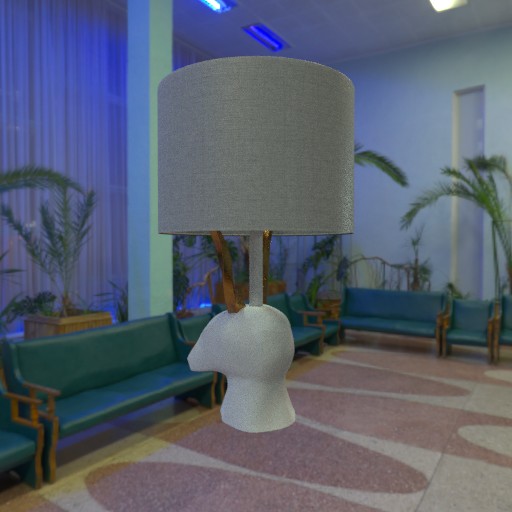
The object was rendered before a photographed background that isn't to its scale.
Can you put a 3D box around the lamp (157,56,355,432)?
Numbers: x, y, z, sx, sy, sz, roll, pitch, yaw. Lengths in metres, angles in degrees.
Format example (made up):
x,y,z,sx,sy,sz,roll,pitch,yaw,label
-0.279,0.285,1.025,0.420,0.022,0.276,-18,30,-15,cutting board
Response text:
x,y,z,sx,sy,sz,roll,pitch,yaw,label
0.000,0.000,0.692,0.298,0.503,0.298,1,1,36,lamp
